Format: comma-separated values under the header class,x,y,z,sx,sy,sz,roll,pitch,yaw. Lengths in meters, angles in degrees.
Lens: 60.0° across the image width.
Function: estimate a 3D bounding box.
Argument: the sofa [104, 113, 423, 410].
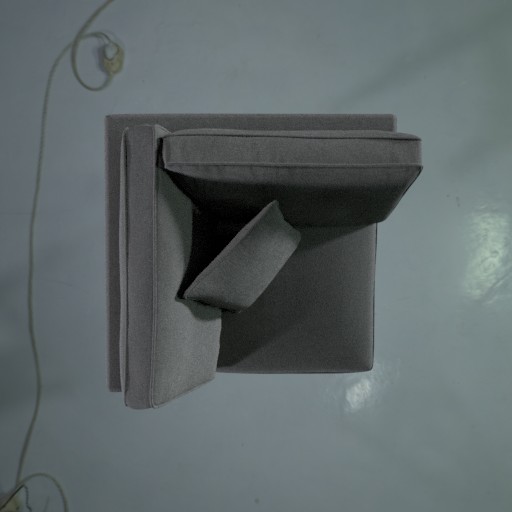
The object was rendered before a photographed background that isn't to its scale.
class,x,y,z,sx,sy,sz,roll,pitch,yaw
sofa,0.000,0.000,1.982,1.146,1.002,1.084,0,91,0
